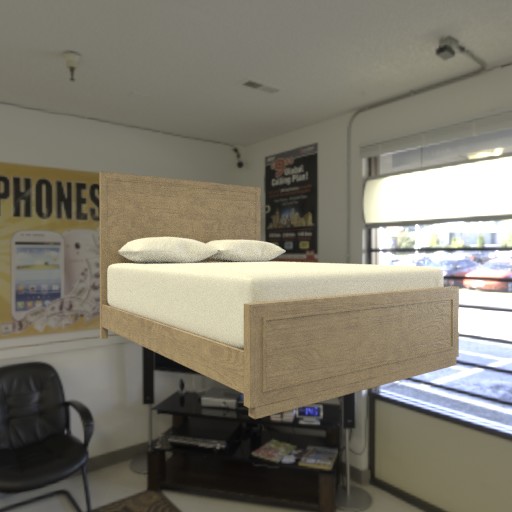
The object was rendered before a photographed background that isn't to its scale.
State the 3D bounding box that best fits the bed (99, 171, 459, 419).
[{"bbox_3d":[0.000,0.000,3.228,1.606,1.369,2.189,0,1,-35],"label":"bed"}]
